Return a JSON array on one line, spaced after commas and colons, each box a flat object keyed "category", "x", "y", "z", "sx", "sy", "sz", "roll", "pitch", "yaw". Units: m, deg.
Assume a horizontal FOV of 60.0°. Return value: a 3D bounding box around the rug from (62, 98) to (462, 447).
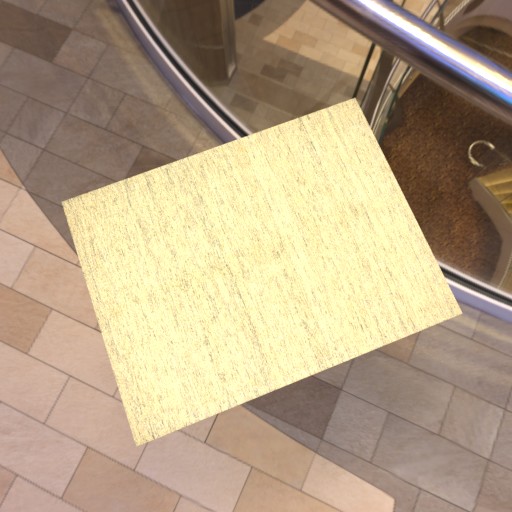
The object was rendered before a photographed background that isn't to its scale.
[{"category": "rug", "x": 0.000, "y": 0.000, "z": 4.276, "sx": 3.201, "sy": 0.014, "sz": 2.437, "roll": -21, "pitch": 77, "yaw": -5}]
